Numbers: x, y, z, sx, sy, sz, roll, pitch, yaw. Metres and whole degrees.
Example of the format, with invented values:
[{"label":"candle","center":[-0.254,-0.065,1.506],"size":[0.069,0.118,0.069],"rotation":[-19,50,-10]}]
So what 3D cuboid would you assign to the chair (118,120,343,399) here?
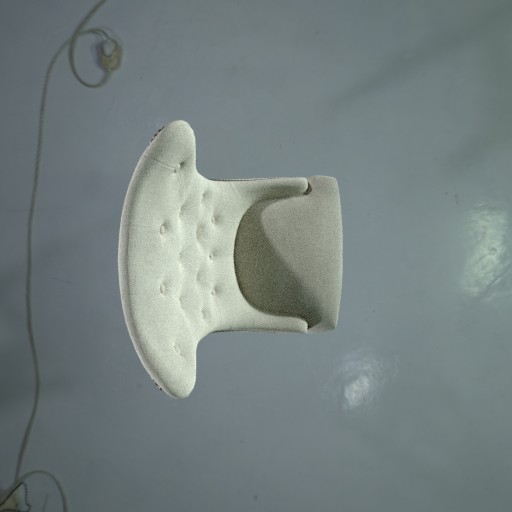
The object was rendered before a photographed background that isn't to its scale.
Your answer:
[{"label":"chair","center":[0.000,0.000,1.424],"size":[0.590,1.065,0.584],"rotation":[0,91,0]}]
